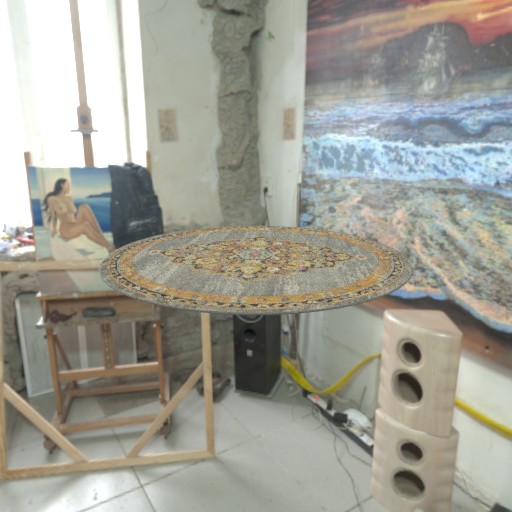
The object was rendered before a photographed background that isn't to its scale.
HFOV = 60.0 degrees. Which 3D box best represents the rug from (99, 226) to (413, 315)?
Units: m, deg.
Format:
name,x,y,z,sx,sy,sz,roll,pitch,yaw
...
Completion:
name,x,y,z,sx,sy,sz,roll,pitch,yaw
rug,0.000,0.000,3.552,2.382,0.014,2.382,0,15,0
